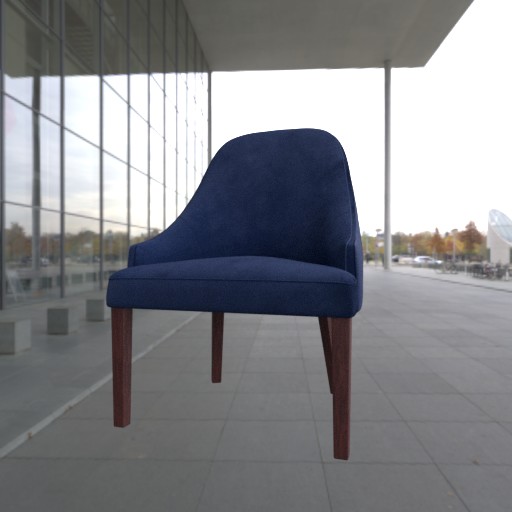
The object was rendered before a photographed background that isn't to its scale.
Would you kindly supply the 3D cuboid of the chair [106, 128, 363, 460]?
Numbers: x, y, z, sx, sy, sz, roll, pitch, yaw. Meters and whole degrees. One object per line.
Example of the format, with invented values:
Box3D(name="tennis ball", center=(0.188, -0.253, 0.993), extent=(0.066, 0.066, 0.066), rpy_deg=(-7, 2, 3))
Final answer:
Box3D(name="chair", center=(0.000, 0.000, 1.313), extent=(0.643, 0.889, 0.575), rpy_deg=(0, 0, 19))
